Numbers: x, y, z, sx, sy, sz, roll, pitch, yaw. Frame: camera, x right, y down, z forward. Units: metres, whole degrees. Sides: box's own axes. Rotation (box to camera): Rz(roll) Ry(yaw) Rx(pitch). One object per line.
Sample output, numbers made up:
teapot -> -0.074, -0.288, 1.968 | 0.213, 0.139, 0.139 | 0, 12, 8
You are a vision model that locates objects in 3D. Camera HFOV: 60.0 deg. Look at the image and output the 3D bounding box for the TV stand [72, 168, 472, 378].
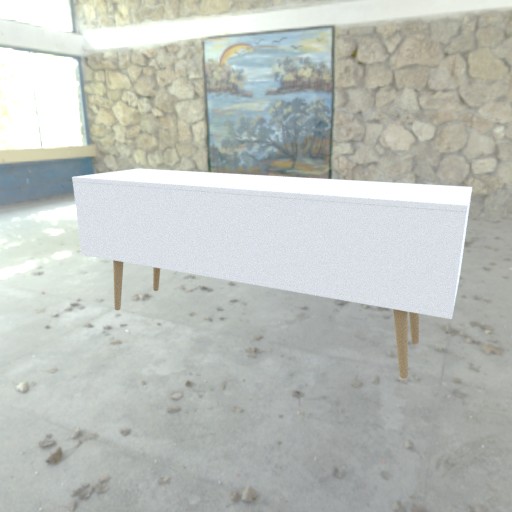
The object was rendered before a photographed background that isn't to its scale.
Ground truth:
TV stand -> 0.000, 0.000, 1.672 | 1.398, 0.560, 0.401 | 8, 18, 25
